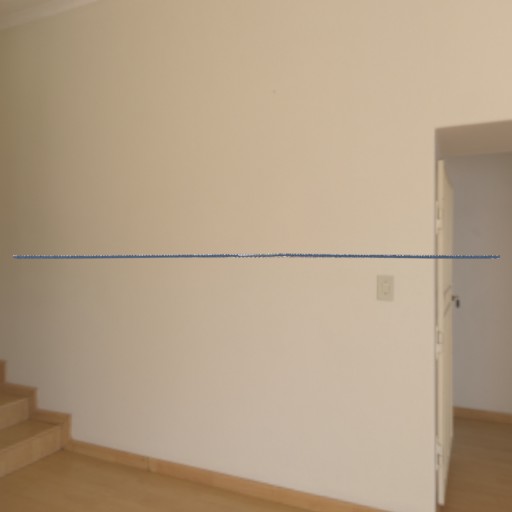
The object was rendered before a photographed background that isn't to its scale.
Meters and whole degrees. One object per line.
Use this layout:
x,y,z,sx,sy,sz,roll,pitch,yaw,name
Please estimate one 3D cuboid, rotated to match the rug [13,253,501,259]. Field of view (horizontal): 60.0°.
0.000,0.000,2.202,1.793,0.025,1.159,0,0,-1,rug
